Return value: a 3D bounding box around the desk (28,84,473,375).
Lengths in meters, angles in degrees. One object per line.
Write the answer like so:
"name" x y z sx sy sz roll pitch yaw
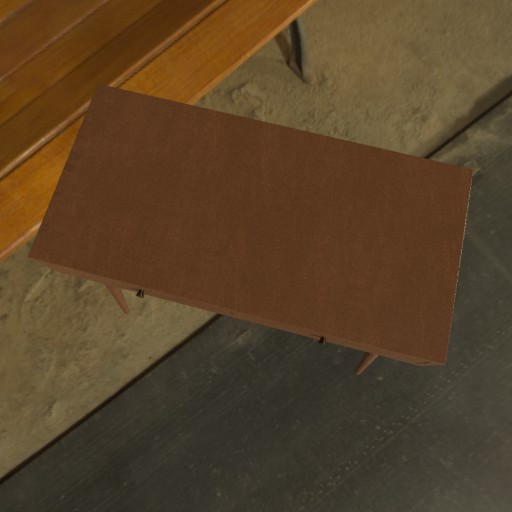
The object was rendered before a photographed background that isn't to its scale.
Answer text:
"desk" 0.000 0.000 1.396 0.949 0.758 0.510 14 75 4
